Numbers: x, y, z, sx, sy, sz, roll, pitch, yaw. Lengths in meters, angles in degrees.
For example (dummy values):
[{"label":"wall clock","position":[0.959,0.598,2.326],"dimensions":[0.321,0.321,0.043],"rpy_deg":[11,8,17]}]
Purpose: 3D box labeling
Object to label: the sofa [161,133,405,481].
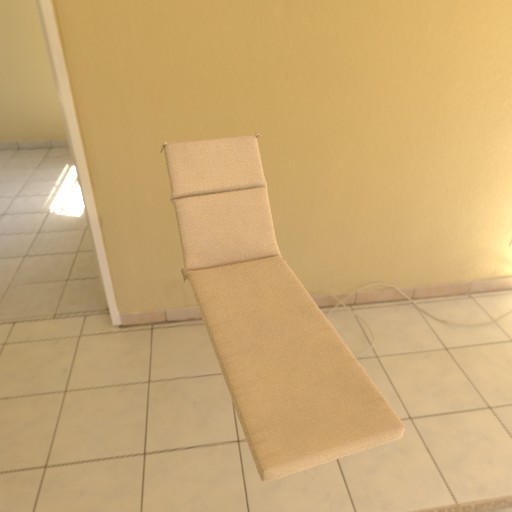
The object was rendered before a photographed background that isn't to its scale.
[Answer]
[{"label":"sofa","position":[0.000,0.000,1.957],"dimensions":[0.582,0.622,1.663],"rpy_deg":[-10,33,-16]}]
